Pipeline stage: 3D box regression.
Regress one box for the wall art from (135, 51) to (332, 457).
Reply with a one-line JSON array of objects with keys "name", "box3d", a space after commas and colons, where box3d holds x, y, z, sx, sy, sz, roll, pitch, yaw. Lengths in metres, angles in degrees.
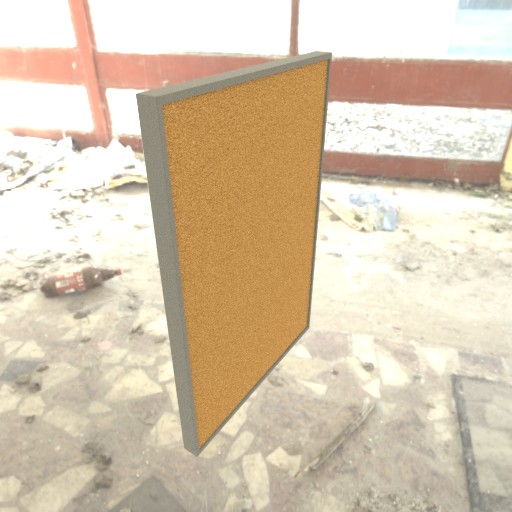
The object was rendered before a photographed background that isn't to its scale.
[{"name": "wall art", "box3d": [0.000, 0.000, 0.953, 0.039, 0.753, 0.511, 20, 37, 29]}]
